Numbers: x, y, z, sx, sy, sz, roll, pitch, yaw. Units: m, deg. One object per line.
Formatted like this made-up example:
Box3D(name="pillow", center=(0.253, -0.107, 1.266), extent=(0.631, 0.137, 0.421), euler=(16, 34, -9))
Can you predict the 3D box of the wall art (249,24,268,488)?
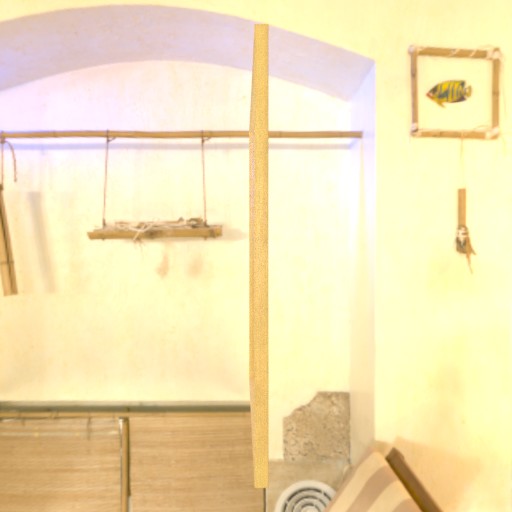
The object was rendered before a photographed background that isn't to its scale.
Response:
Box3D(name="wall art", center=(0.000, 0.000, 1.356), extent=(0.030, 1.002, 0.798), euler=(0, 0, -2))
